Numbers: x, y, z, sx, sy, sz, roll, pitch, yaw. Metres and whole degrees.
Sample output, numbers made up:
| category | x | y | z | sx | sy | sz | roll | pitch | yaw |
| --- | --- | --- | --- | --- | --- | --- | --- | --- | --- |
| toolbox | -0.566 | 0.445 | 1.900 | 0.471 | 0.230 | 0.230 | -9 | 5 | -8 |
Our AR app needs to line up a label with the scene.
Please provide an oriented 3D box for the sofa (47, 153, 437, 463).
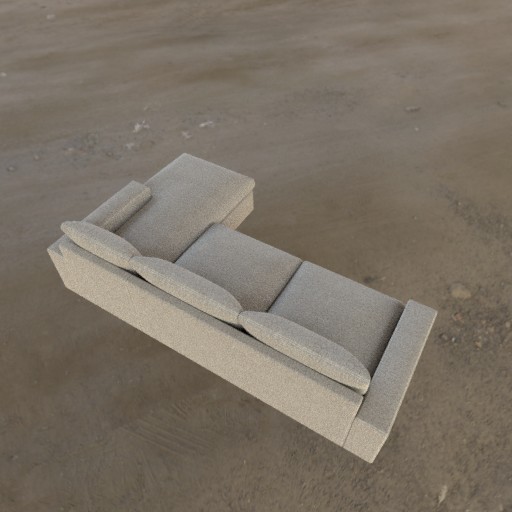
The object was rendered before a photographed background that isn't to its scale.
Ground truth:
| category | x | y | z | sx | sy | sz | roll | pitch | yaw |
| --- | --- | --- | --- | --- | --- | --- | --- | --- | --- |
| sofa | 0.000 | 0.000 | 3.459 | 2.718 | 0.813 | 1.689 | 24 | 52 | 20 |
